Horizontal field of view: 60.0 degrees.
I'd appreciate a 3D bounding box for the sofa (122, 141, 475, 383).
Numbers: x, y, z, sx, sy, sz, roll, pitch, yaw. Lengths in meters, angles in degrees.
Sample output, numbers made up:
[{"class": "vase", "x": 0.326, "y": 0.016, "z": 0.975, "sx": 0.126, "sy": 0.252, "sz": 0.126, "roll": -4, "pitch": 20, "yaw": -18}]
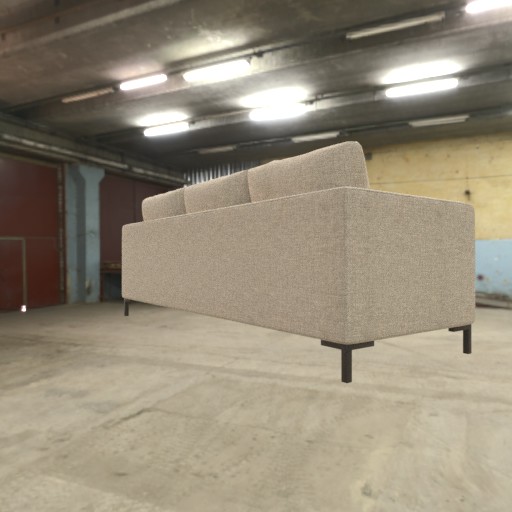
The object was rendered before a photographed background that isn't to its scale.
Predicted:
[{"class": "sofa", "x": 0.000, "y": 0.000, "z": 2.622, "sx": 0.859, "sy": 0.874, "sz": 2.218, "roll": 0, "pitch": 0, "yaw": -36}]
